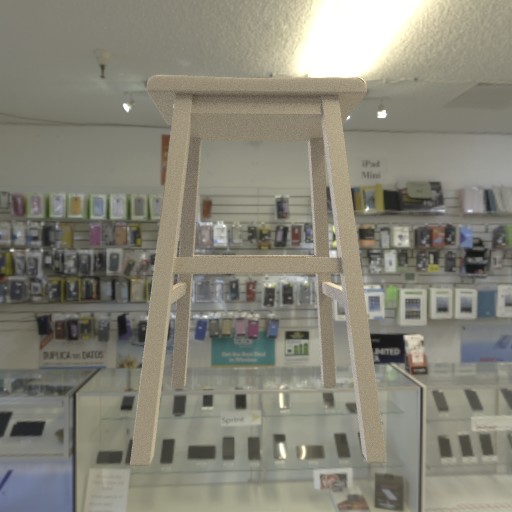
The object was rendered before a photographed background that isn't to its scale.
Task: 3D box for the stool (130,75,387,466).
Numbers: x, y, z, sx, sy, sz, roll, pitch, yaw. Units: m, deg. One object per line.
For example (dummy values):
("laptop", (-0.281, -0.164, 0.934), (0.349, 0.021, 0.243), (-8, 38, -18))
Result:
("stool", (0.000, 0.000, 1.022), (0.457, 0.737, 0.476), (0, 1, -1))
